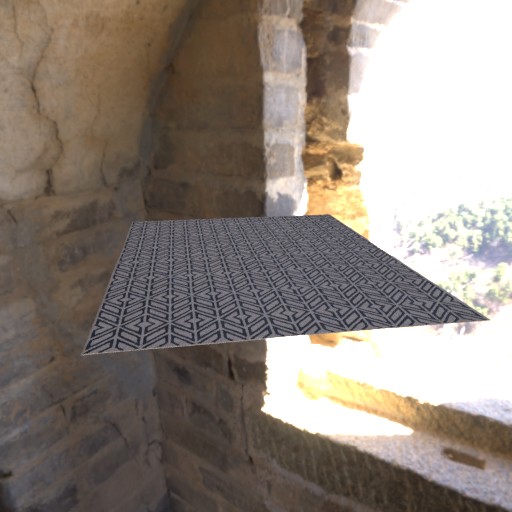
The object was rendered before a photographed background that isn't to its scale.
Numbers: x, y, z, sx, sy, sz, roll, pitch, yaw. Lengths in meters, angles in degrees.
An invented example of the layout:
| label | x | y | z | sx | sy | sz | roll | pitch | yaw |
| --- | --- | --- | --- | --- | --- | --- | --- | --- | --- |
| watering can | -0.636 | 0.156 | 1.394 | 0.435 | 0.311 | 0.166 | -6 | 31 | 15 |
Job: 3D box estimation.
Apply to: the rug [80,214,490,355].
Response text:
| label | x | y | z | sx | sy | sz | roll | pitch | yaw |
| --- | --- | --- | --- | --- | --- | --- | --- | --- | --- |
| rug | 0.000 | 0.000 | 3.971 | 2.421 | 0.008 | 3.045 | -3 | 18 | -9 |
